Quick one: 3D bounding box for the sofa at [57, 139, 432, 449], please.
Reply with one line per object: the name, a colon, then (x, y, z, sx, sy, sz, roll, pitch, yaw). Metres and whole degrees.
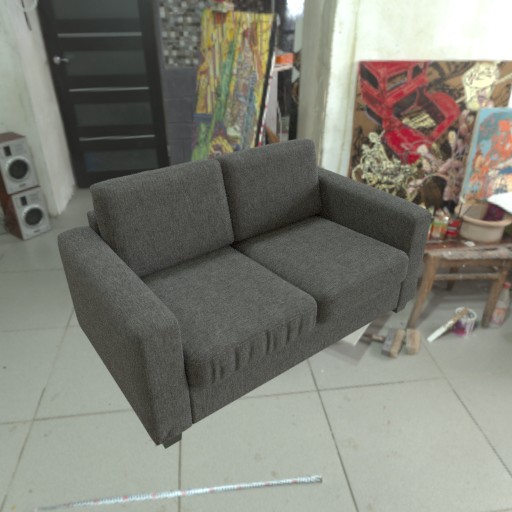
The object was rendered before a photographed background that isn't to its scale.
sofa: (0.000, 0.000, 2.070, 1.520, 0.800, 0.900, -21, 36, -31)
